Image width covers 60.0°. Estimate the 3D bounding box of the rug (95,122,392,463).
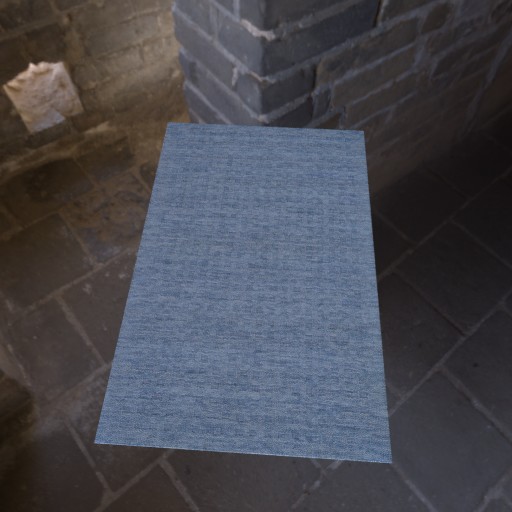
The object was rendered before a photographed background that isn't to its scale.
[{"bbox_3d":[0.000,0.000,2.141,1.142,0.006,1.752,3,59,2],"label":"rug"}]
